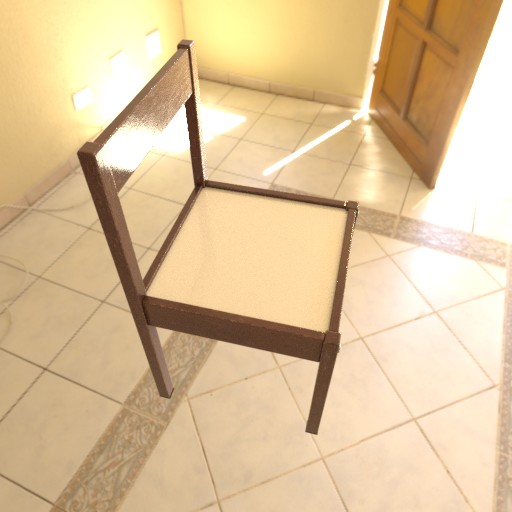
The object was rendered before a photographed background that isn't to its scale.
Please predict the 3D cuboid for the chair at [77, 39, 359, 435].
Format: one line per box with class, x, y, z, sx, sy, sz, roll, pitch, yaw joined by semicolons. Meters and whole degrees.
chair;0.000;0.000;0.674;0.285;0.505;0.285;10;47;10
